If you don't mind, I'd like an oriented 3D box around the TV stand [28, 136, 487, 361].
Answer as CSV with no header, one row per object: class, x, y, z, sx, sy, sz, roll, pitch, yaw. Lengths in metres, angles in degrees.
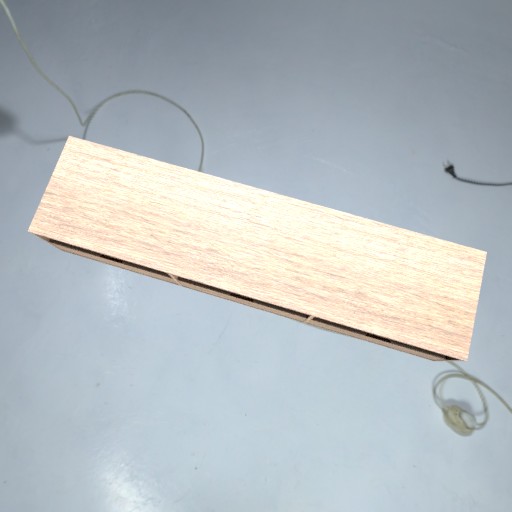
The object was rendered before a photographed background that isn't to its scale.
TV stand,0.000,0.000,1.670,1.482,0.409,0.366,16,77,4
